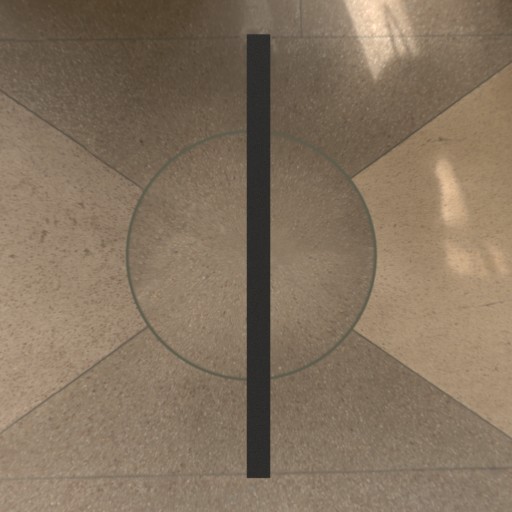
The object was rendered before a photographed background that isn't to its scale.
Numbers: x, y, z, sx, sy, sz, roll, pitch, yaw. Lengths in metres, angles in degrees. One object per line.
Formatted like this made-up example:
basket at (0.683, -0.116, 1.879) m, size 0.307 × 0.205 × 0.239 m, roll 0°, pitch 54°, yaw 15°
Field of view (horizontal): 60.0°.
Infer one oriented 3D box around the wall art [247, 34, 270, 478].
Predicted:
wall art at (0.000, 0.000, 0.679) m, size 0.023 × 0.505 × 0.428 m, roll 0°, pitch 90°, yaw -1°
